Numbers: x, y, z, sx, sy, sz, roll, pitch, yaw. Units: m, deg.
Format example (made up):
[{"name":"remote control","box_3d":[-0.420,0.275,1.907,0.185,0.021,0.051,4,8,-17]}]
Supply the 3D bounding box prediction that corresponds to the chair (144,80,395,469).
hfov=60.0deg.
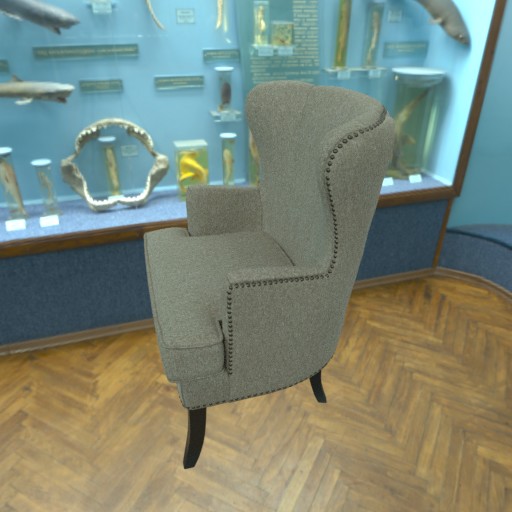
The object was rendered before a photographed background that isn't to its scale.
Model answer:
[{"name":"chair","box_3d":[0.000,0.000,1.563,0.758,1.060,0.759,-8,31,-14]}]
